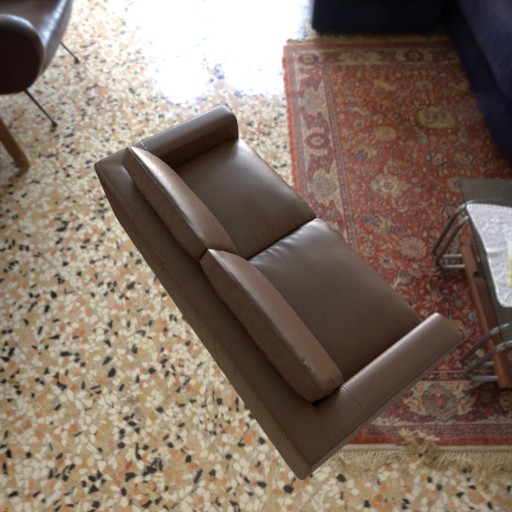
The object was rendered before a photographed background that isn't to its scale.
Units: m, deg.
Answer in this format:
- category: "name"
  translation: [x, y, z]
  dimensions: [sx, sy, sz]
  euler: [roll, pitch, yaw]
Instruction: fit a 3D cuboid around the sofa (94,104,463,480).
- category: "sofa"
  translation: [0.000, 0.000, 2.740]
  dimensions: [1.070, 0.801, 2.262]
  euler: [-31, 63, -18]
